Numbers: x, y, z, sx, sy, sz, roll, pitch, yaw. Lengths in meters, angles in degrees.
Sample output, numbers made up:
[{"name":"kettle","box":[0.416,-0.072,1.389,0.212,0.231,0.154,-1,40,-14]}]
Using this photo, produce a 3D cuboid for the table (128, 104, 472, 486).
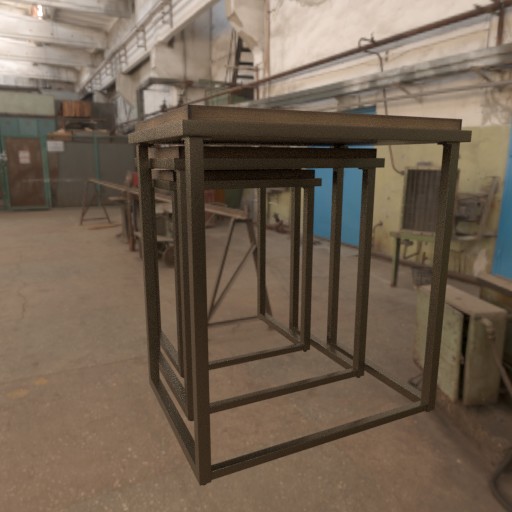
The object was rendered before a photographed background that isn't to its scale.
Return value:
[{"name":"table","box":[0.000,0.000,1.083,0.559,0.610,0.706,-6,14,-25]}]
